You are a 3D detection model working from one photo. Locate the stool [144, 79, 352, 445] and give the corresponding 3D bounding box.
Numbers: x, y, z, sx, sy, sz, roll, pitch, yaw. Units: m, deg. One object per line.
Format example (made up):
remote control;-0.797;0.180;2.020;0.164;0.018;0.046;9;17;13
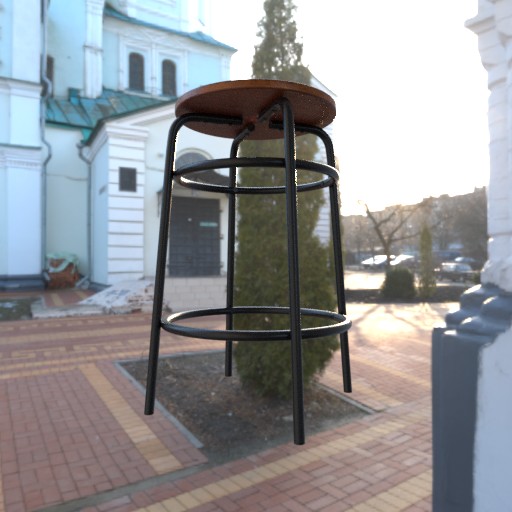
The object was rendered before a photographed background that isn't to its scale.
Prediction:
stool;0.000;0.000;0.928;0.455;0.610;0.455;0;0;-19
